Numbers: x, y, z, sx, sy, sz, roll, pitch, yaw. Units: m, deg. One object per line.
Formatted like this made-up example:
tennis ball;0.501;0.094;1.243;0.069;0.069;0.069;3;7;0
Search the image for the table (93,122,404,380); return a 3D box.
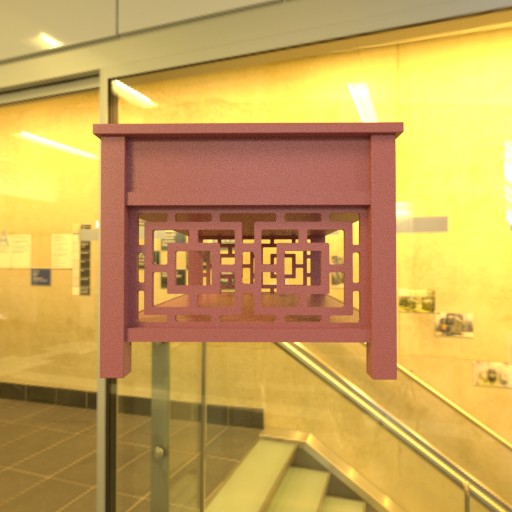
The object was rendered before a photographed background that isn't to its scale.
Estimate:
table;0.000;0.000;1.381;0.612;0.493;1.068;0;-1;1
